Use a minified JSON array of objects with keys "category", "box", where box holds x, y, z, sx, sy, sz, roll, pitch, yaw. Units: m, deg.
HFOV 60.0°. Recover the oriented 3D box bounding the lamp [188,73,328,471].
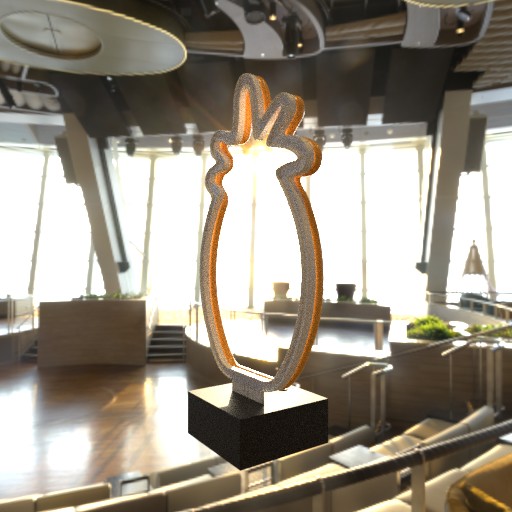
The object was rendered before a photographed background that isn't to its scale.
[{"category":"lamp","box":[0.000,0.000,0.388,0.088,0.317,0.167,1,-1,-35]}]
